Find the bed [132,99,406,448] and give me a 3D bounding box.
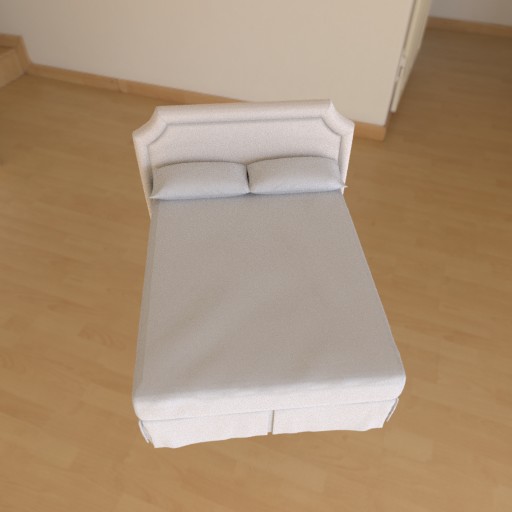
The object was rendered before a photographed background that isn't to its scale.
[{"bbox_3d":[0.000,0.000,3.226,1.828,1.297,2.164,-4,47,-3],"label":"bed"}]
